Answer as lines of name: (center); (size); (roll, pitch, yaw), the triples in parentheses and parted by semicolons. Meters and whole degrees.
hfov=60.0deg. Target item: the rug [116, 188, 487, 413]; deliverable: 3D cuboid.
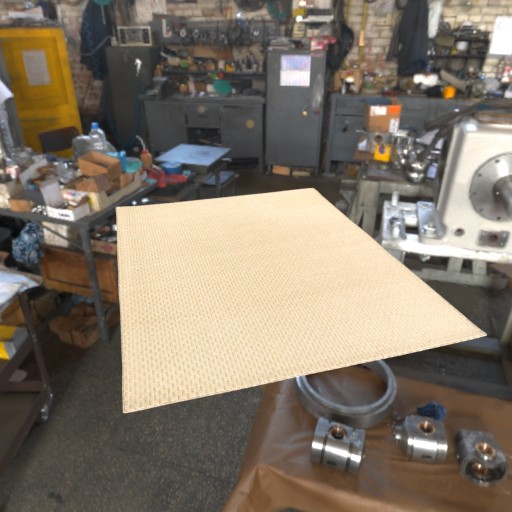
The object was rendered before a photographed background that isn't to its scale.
rug: (0.000, 0.000, 3.798); (2.277, 0.035, 2.897); (-8, 29, -14)
